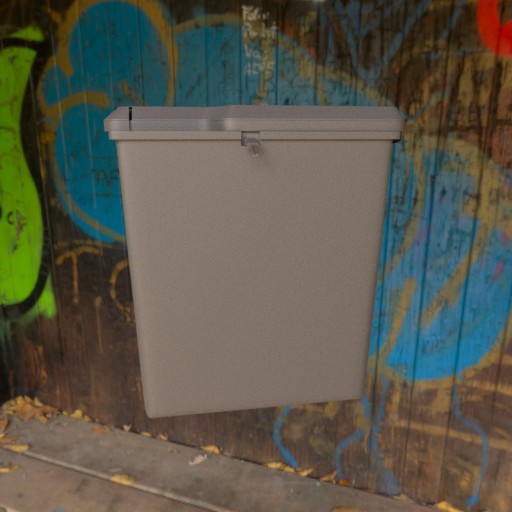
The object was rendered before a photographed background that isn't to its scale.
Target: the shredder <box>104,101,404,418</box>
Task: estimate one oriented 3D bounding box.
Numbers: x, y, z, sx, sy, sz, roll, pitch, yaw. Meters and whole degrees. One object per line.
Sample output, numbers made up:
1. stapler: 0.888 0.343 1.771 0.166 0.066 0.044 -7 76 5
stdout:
1. shredder: 0.000 0.000 0.513 0.320 0.335 0.170 -2 15 -9
